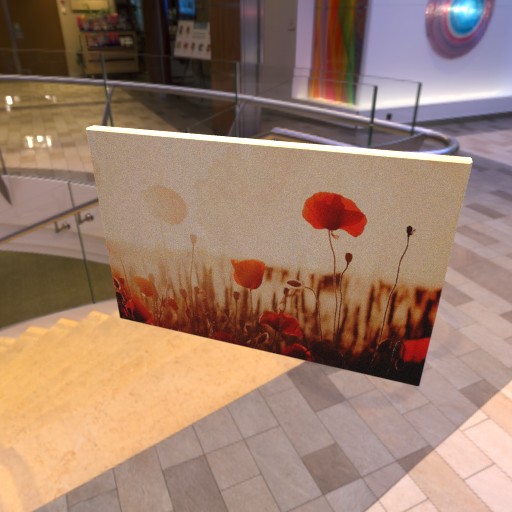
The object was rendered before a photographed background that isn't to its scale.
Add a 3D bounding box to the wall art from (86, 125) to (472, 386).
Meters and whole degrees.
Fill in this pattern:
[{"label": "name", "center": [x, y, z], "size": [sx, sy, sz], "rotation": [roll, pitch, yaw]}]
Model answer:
[{"label": "wall art", "center": [0.000, 0.000, 1.165], "size": [0.918, 0.602, 0.038], "rotation": [9, 30, 17]}]
